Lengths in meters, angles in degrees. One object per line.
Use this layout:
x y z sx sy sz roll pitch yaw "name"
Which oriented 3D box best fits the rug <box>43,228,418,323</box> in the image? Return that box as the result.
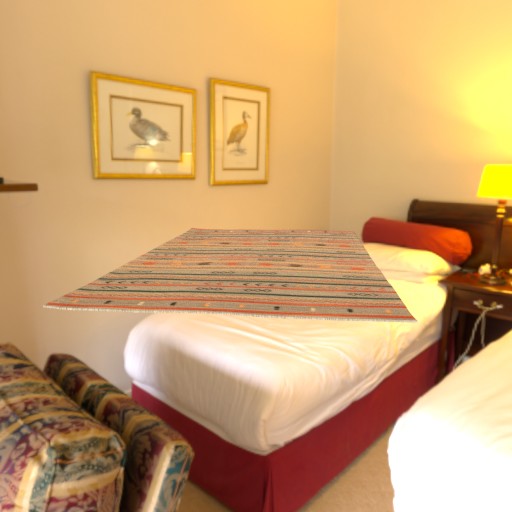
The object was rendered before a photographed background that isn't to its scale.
0.000 0.000 2.969 1.537 0.029 2.439 1 12 7 "rug"
